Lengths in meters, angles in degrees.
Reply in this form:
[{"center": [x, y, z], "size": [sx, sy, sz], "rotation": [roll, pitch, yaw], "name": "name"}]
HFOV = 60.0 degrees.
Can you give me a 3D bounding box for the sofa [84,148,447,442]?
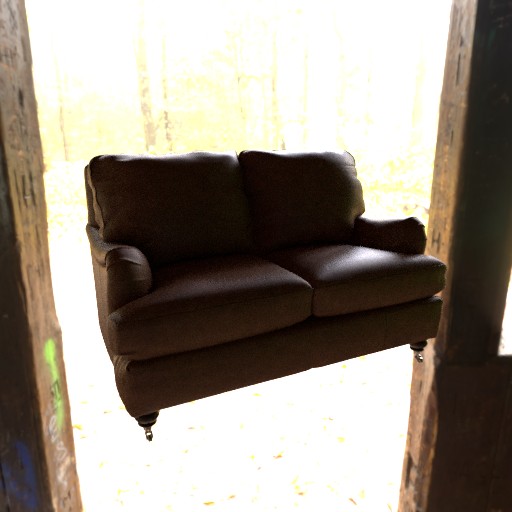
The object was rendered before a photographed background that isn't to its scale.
[{"center": [0.000, 0.000, 2.171], "size": [1.527, 1.004, 1.077], "rotation": [-7, 17, -25], "name": "sofa"}]
